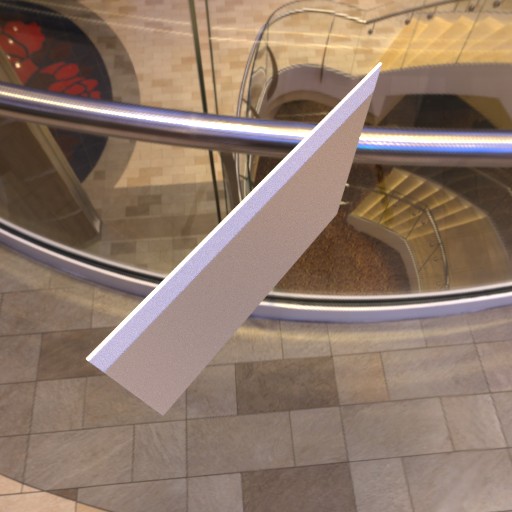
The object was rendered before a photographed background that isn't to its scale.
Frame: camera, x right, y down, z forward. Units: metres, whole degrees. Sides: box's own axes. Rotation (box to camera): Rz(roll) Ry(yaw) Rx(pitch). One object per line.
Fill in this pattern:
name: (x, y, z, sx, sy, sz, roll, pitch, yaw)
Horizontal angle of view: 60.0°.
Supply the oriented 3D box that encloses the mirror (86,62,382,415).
mirror: (0.000, 0.000, 1.133, 0.030, 0.630, 0.870, 36, 68, 17)
